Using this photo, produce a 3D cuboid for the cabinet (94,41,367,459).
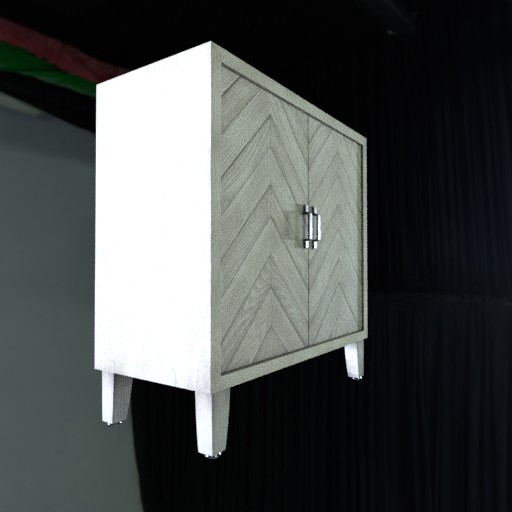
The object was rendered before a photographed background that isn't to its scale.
[{"bbox_3d":[0.000,0.000,1.239,0.370,0.787,0.781,-1,-1,35],"label":"cabinet"}]
